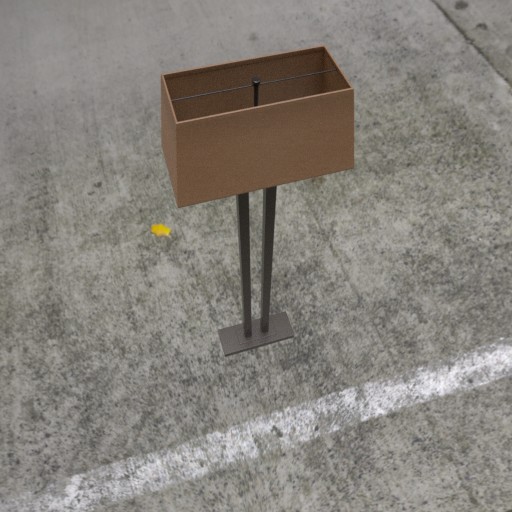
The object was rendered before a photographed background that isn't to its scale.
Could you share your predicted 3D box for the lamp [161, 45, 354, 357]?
[{"bbox_3d":[0.000,0.000,1.616,0.475,1.469,0.233,-14,58,-9],"label":"lamp"}]
